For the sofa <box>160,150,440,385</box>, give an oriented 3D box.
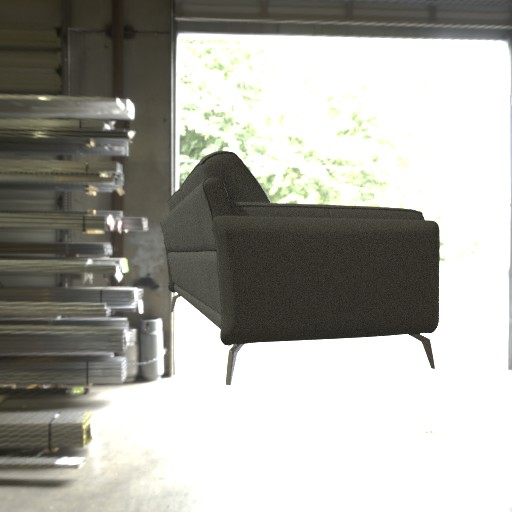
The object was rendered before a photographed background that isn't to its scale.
[{"bbox_3d":[0.000,0.000,2.644,0.969,0.900,2.100,0,0,-16],"label":"sofa"}]
